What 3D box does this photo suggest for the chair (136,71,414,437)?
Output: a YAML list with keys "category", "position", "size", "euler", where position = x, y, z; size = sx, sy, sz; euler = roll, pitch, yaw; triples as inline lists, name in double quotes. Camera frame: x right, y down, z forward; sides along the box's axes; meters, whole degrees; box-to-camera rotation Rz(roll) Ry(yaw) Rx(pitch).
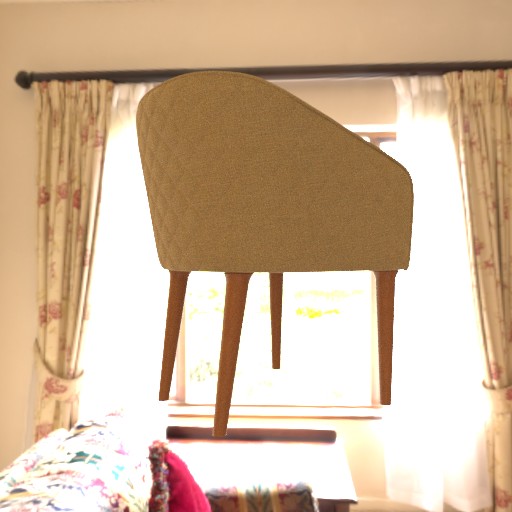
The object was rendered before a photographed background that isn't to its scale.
- category: "chair"
  position: [0.000, 0.000, 1.196]
  size: [0.616, 0.775, 0.584]
  euler: [0, 0, -36]
